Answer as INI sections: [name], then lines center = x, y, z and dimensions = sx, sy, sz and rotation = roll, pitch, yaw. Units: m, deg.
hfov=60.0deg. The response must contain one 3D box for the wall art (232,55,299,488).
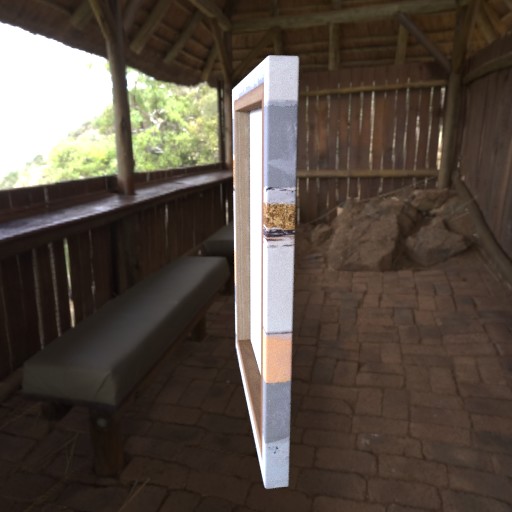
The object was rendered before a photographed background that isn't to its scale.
[wall art]
center = 0.000, 0.000, 0.810
dimensions = 0.038, 0.609, 0.456
rotation = -2, 16, -8
